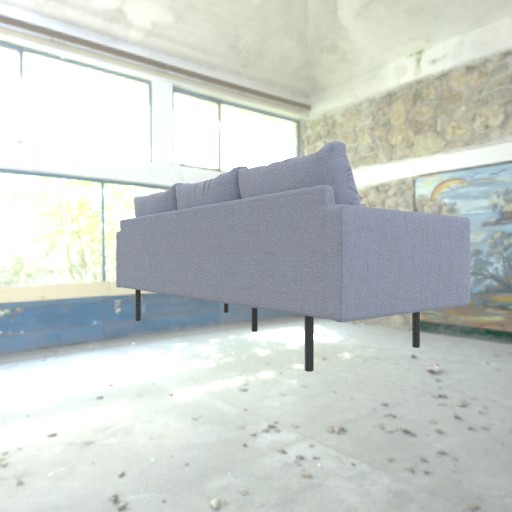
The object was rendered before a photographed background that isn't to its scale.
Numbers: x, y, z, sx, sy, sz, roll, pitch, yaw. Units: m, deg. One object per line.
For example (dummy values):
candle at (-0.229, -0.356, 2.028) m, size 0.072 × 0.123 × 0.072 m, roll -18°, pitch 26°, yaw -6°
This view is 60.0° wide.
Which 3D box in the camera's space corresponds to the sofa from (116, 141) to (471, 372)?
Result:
sofa at (0.000, 0.000, 2.443) m, size 0.850 × 0.830 × 2.000 m, roll 0°, pitch 0°, yaw -38°
